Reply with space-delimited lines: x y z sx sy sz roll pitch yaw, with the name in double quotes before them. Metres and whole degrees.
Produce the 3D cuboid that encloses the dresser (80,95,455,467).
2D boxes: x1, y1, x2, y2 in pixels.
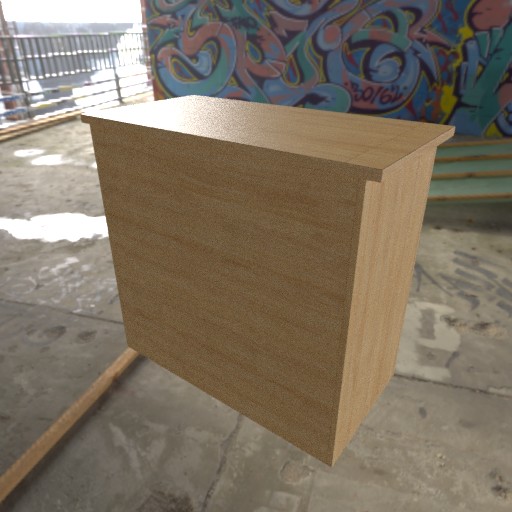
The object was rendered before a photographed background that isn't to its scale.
"dresser" 0.000 0.000 1.220 0.800 0.730 0.410 19 33 32
